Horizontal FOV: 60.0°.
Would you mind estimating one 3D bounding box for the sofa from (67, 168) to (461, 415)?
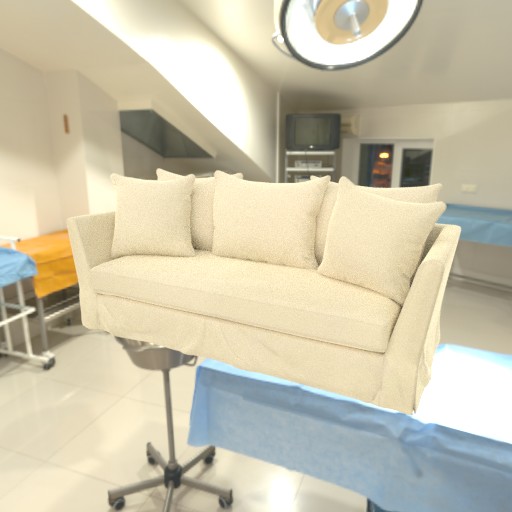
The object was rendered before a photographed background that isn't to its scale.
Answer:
[{"bbox_3d":[0.000,0.000,2.830,2.290,1.034,1.031,8,17,27],"label":"sofa"}]
